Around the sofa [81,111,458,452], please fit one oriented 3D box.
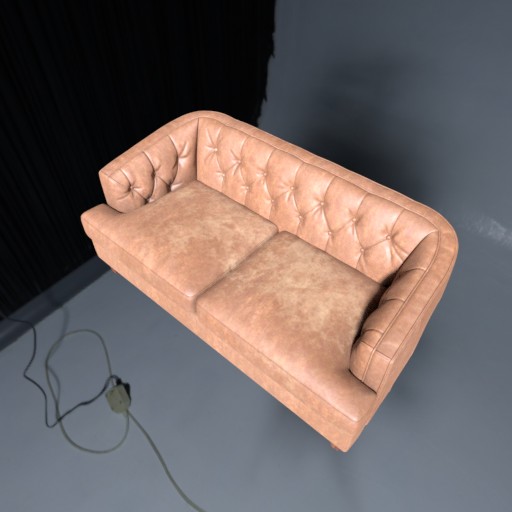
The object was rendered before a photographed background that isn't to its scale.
[{"bbox_3d":[0.000,0.000,2.273,1.755,0.786,0.914,32,54,27],"label":"sofa"}]
